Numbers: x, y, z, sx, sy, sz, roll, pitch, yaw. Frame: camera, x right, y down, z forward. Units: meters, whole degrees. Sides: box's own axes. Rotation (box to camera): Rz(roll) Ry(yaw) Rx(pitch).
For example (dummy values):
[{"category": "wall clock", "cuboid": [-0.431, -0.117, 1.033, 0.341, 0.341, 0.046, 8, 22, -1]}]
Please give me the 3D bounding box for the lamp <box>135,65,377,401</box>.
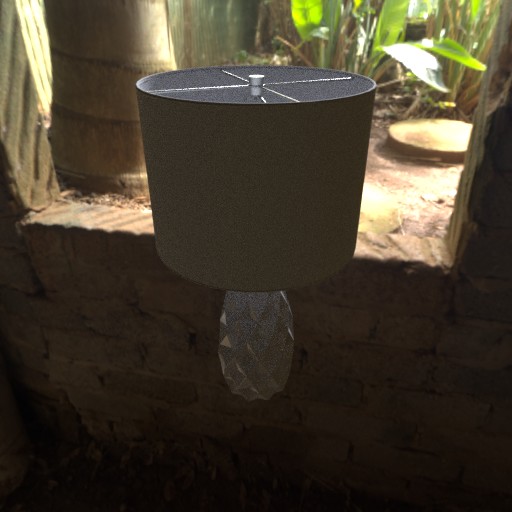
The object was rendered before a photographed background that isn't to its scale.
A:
[{"category": "lamp", "cuboid": [0.000, 0.000, 0.688, 0.297, 0.522, 0.297, 0, 30, 0]}]
